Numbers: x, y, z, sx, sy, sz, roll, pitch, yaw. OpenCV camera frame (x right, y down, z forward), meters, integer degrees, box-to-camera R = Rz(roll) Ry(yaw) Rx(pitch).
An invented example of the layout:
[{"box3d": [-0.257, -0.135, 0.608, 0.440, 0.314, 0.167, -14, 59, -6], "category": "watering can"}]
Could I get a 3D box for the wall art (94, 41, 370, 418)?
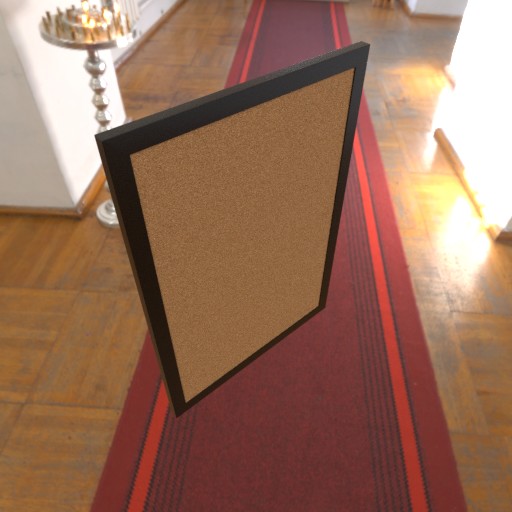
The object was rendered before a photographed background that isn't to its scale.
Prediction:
[{"box3d": [0.000, 0.000, 0.544, 0.304, 0.432, 0.013, -31, 52, -28], "category": "wall art"}]
